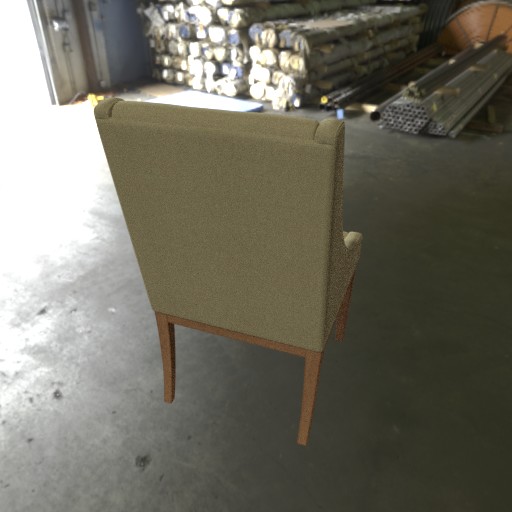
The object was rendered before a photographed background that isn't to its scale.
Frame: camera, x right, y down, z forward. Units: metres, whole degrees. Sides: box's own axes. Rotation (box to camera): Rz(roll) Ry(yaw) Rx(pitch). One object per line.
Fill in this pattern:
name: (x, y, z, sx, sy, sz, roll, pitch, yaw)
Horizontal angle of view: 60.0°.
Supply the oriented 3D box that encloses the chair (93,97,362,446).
chair: (0.000, 0.000, 1.368, 0.575, 1.021, 0.611, 11, 35, 16)
